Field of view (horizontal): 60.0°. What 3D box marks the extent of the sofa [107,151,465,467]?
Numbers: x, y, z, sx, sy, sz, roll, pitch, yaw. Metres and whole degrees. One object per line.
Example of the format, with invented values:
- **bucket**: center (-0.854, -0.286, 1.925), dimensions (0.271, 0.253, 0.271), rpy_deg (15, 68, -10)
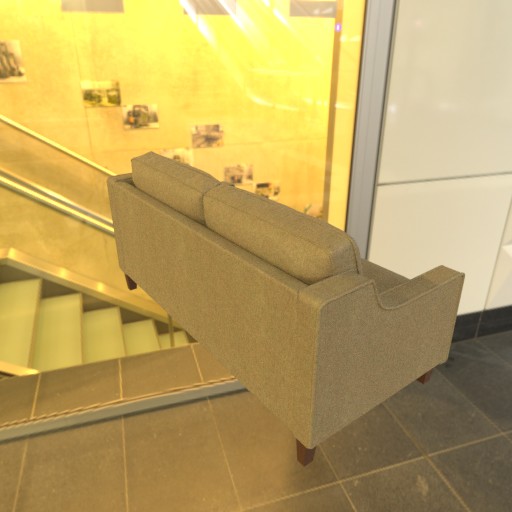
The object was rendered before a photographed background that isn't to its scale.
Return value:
- **sofa**: center (0.000, 0.000, 2.803), dimensions (1.073, 1.074, 2.181), rpy_deg (-18, 30, -33)
